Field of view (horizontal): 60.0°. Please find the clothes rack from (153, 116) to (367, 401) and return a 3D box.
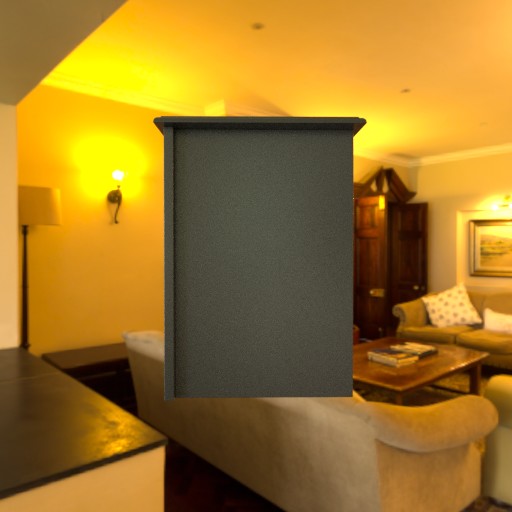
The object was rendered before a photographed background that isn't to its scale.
[{"bbox_3d":[0.000,0.000,1.454,0.406,0.556,1.219,0,1,-1],"label":"clothes rack"}]
